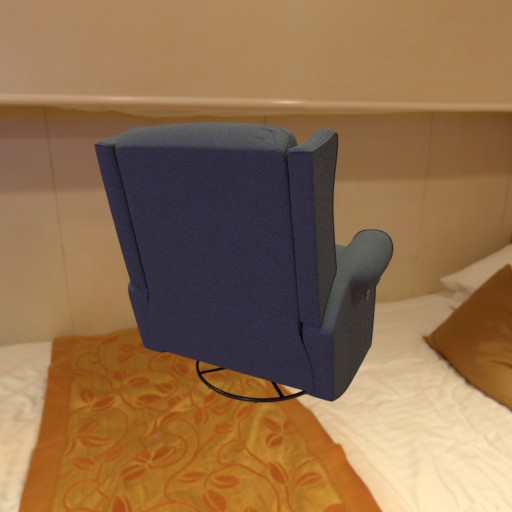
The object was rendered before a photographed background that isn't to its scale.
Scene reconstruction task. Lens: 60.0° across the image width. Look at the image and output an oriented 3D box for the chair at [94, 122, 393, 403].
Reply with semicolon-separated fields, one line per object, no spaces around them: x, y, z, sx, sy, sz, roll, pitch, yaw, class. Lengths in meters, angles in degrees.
0.000;0.000;1.765;0.971;1.020;0.877;9;19;26;chair
